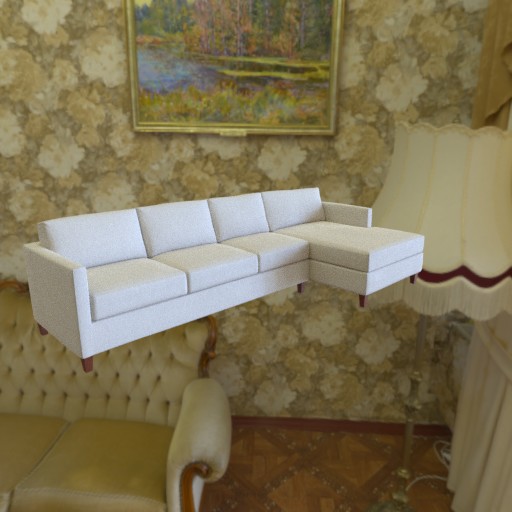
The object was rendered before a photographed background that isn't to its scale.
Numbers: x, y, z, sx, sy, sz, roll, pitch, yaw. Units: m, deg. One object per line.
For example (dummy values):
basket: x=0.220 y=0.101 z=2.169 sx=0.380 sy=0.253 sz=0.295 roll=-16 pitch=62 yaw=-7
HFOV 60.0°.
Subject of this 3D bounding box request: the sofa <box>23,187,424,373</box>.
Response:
sofa: x=0.000 y=0.000 z=4.057 sx=3.471 sy=0.954 sz=1.599 roll=-14 pitch=21 yaw=-42
